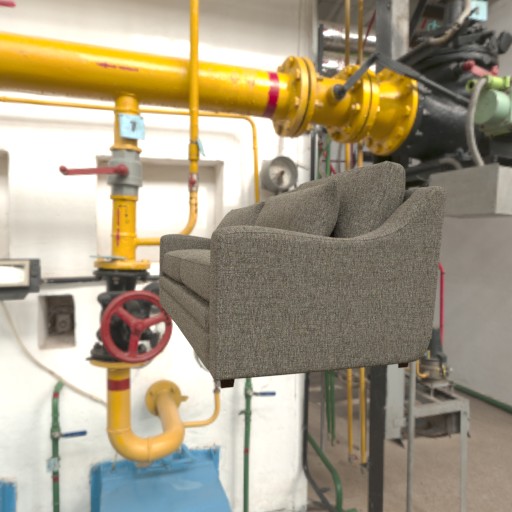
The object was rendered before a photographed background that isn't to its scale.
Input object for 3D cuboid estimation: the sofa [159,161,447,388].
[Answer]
[{"bbox_3d":[0.000,0.000,3.015,1.103,0.998,2.418,-1,2,-18],"label":"sofa"}]
